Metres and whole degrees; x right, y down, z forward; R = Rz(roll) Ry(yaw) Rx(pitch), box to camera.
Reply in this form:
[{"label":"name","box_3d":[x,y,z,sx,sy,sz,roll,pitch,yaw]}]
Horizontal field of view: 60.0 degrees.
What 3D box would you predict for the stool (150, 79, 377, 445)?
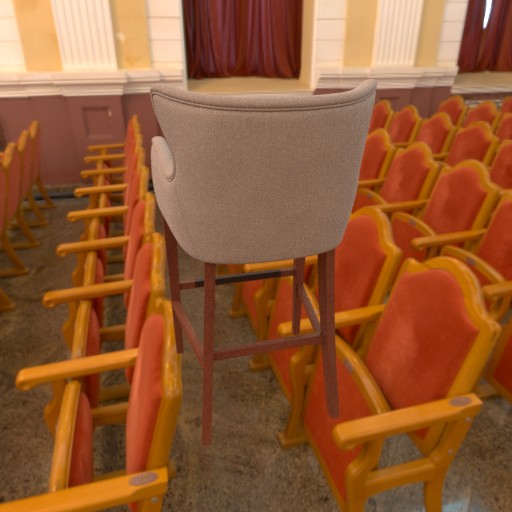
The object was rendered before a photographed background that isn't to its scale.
[{"label":"stool","box_3d":[0.000,0.000,1.397,0.575,1.047,0.575,-7,26,-13]}]
